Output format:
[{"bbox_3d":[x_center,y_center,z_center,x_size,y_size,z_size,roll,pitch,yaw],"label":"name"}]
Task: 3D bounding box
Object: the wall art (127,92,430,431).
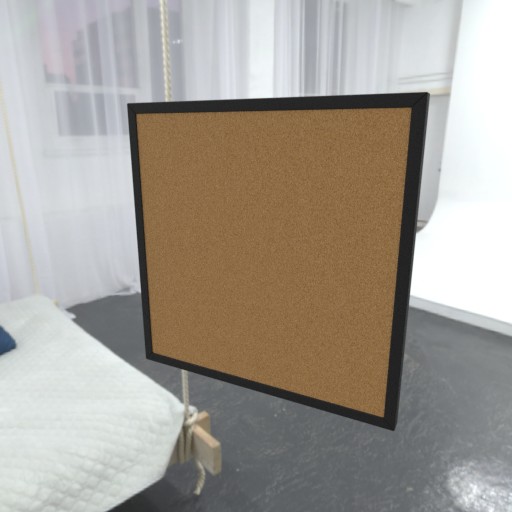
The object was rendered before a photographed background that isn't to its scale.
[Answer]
[{"bbox_3d":[0.000,0.000,1.139,0.763,0.763,0.037,8,18,26],"label":"wall art"}]
